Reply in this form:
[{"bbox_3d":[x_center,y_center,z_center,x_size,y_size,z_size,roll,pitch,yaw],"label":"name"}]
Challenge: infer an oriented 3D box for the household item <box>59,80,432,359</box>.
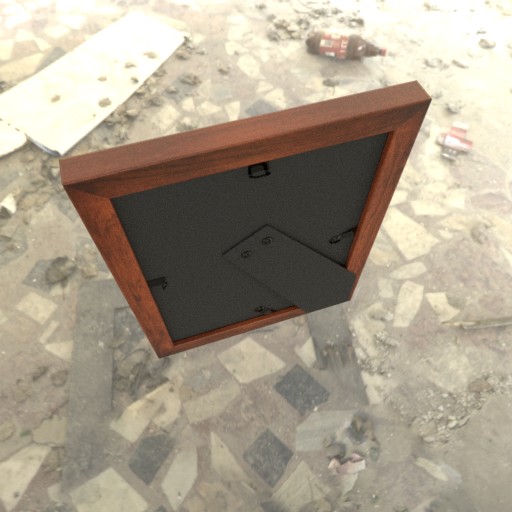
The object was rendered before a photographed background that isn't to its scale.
[{"bbox_3d":[0.000,0.000,0.338,0.200,0.250,0.020,-15,59,-9],"label":"household item"}]
